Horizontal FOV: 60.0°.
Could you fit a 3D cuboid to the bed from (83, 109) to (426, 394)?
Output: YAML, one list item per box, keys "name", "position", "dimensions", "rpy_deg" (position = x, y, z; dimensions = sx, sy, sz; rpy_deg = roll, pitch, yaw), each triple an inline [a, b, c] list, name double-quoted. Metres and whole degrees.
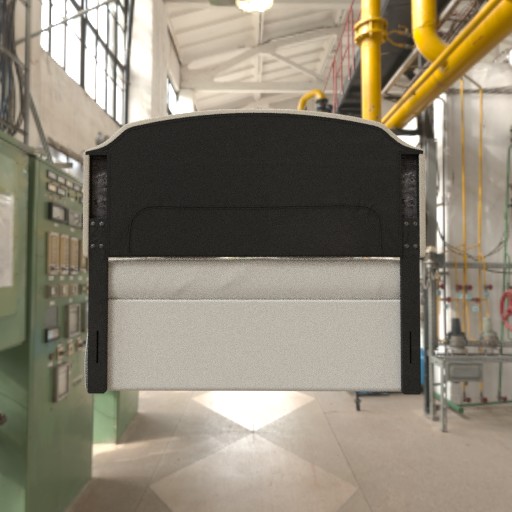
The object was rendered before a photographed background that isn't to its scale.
- name: "bed"
  position: [0.000, 0.000, 2.955]
  dimensions: [1.558, 1.270, 1.999]
  rpy_deg: [0, -2, 1]
